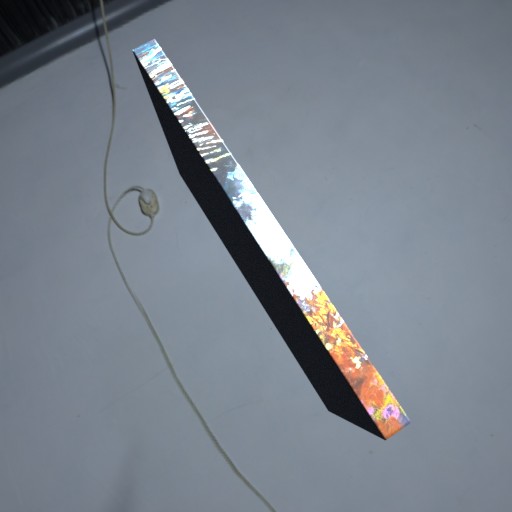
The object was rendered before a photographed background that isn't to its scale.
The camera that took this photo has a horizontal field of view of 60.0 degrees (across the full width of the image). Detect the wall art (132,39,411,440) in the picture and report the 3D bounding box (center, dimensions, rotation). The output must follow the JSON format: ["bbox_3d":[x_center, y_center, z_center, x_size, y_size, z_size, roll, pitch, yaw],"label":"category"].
[{"bbox_3d":[0.000,0.000,0.763,0.037,0.406,0.610,-31,77,-8],"label":"wall art"}]
